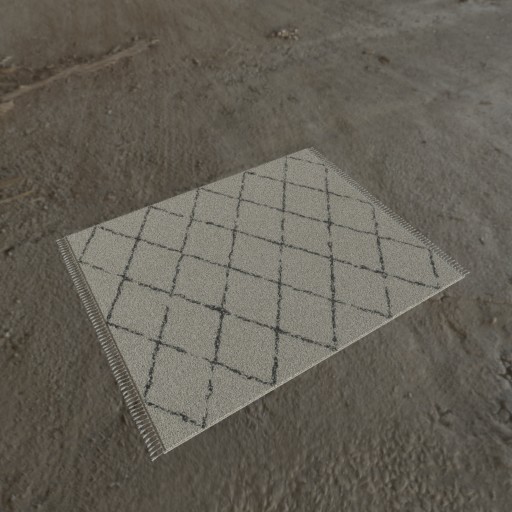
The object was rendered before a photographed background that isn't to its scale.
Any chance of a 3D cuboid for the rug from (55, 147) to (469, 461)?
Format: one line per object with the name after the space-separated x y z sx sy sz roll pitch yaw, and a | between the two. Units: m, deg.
0.000 0.000 4.102 3.051 0.013 2.380 -24 51 -21 | rug
